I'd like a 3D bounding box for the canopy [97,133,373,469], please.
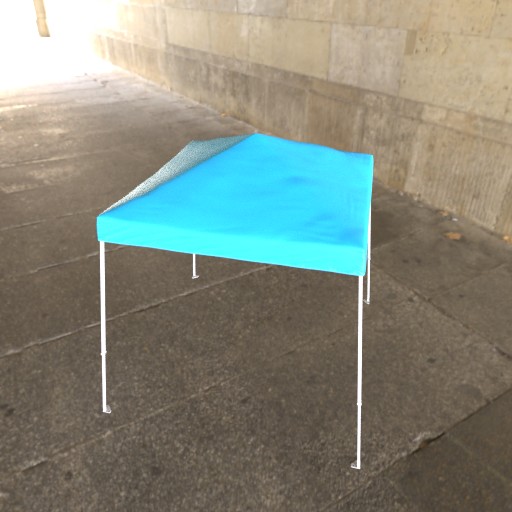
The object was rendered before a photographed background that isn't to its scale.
[{"bbox_3d":[0.000,0.000,5.139,2.849,2.849,2.848,7,32,12],"label":"canopy"}]
